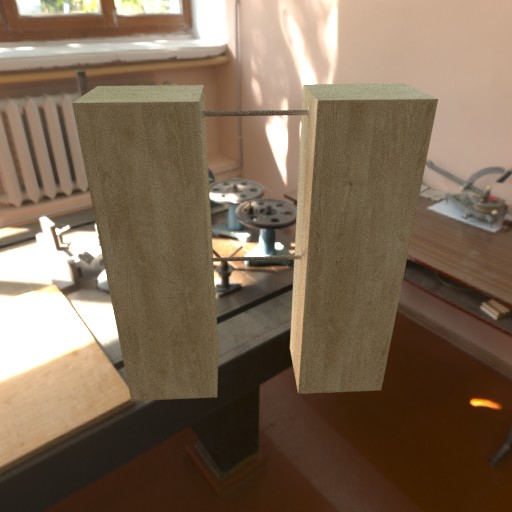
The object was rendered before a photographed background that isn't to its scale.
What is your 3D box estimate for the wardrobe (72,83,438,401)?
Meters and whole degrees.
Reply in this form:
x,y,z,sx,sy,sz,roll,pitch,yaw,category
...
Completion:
x,y,z,sx,sy,sz,roll,pitch,yaw,category
0.000,0.000,2.844,1.770,2.000,0.480,-2,30,-3,wardrobe
